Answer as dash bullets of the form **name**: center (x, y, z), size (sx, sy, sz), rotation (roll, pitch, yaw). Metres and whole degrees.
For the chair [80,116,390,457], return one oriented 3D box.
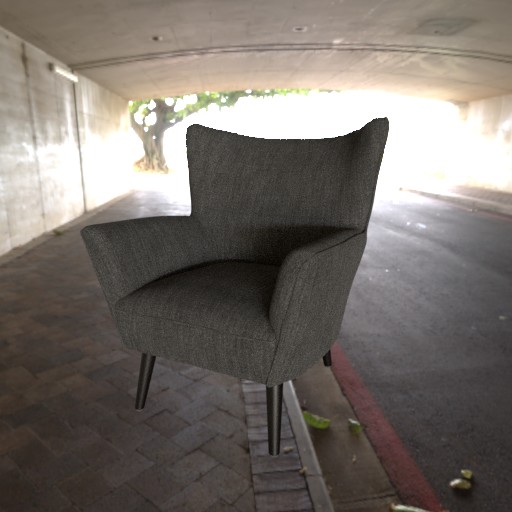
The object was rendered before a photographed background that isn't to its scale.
- **chair**: center (0.000, 0.000, 1.552), size (0.781, 0.933, 0.888), rotation (7, 15, 26)
